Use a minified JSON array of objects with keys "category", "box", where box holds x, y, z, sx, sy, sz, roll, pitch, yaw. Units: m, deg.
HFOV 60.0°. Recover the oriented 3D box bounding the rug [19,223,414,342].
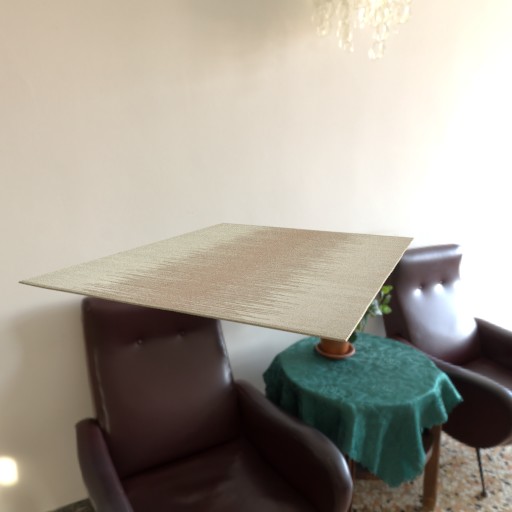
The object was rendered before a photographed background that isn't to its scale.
[{"category":"rug","box":[0.000,0.000,4.077,2.438,0.013,3.048,6,15,25]}]
